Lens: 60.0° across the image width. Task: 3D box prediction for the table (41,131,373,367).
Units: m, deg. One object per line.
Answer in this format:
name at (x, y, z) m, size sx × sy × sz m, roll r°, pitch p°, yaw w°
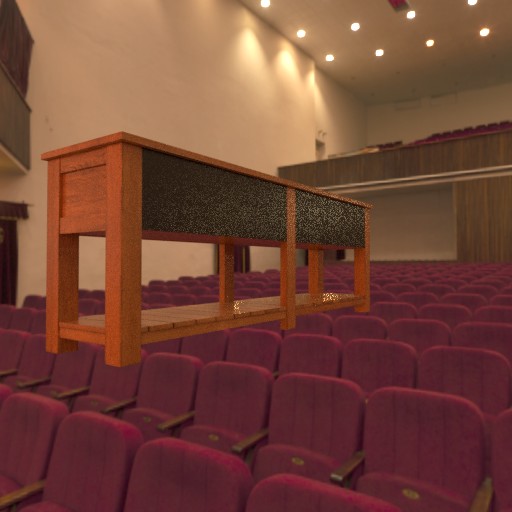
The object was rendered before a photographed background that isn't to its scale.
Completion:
table at (0.000, 0.000, 2.036) m, size 0.425 × 0.635 × 1.815 m, roll -1°, pitch -1°, yaw 36°
